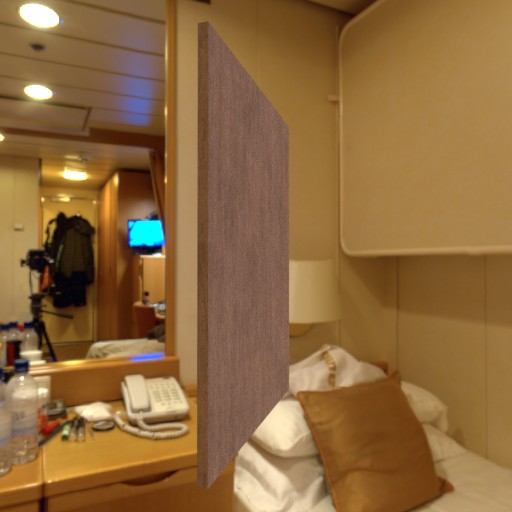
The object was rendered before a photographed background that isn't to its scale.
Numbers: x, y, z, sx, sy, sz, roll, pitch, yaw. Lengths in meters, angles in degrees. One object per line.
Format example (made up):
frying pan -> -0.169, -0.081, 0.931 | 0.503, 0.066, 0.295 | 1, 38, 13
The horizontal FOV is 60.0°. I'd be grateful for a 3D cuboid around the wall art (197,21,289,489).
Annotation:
wall art -> 0.000, 0.000, 0.907 | 0.018, 0.686, 0.534 | 0, -1, 17
